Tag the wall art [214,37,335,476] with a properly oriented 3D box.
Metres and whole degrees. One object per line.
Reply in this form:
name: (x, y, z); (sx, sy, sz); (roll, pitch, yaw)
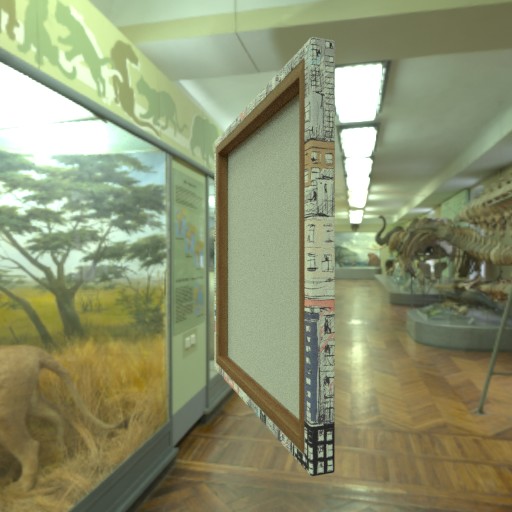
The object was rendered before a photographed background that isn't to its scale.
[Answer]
wall art: (0.000, 0.000, 1.132); (0.048, 0.762, 0.761); (0, 0, -18)
